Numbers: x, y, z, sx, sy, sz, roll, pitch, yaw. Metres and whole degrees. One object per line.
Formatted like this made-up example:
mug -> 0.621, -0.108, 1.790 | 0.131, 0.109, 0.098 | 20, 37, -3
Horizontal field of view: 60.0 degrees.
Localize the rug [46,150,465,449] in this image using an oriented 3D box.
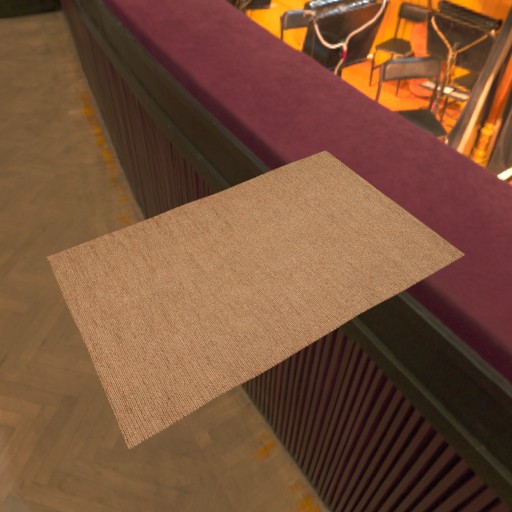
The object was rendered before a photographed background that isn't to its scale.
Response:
rug -> 0.000, 0.000, 3.044 | 2.439, 0.011, 1.533 | -25, 51, -22
